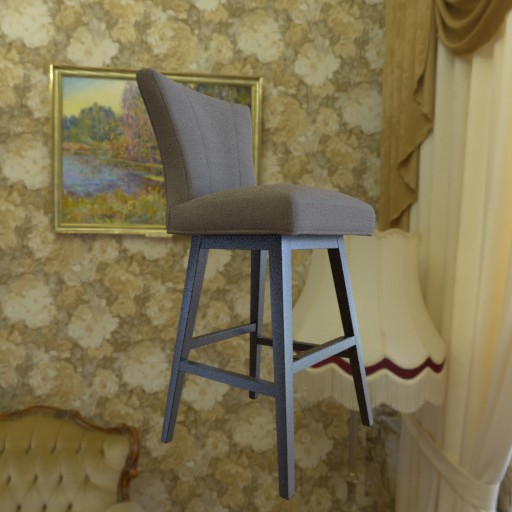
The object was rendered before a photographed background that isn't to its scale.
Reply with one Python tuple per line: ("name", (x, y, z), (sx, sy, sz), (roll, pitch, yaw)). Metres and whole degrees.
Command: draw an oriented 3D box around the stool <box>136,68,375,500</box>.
("stool", (0.000, 0.000, 1.355), (0.574, 1.086, 0.514), (2, 3, 36))
